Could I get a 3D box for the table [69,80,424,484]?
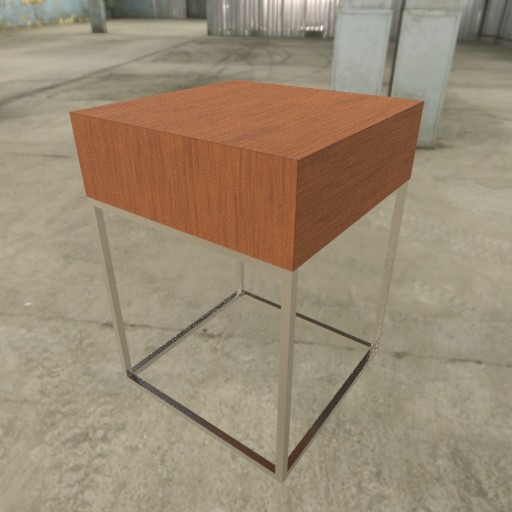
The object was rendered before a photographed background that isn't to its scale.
[{"bbox_3d":[0.000,0.000,0.827,0.398,0.540,0.397,20,35,31],"label":"table"}]
